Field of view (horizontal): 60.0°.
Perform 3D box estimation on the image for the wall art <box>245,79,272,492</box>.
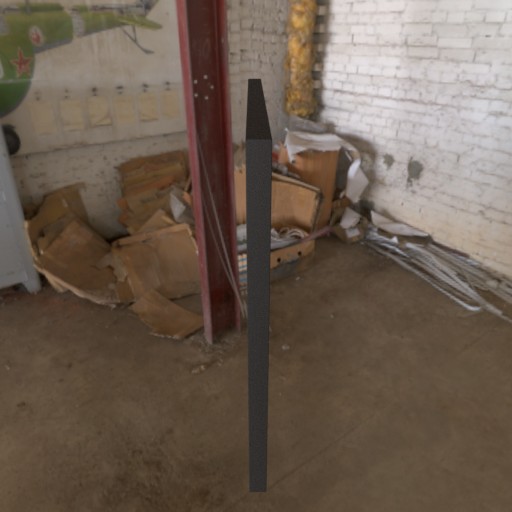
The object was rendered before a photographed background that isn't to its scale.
[{"bbox_3d":[0.000,0.000,1.126,0.037,0.763,0.763,0,28,-1],"label":"wall art"}]
